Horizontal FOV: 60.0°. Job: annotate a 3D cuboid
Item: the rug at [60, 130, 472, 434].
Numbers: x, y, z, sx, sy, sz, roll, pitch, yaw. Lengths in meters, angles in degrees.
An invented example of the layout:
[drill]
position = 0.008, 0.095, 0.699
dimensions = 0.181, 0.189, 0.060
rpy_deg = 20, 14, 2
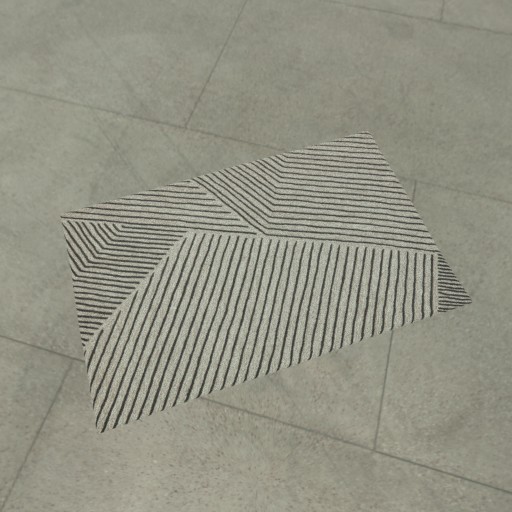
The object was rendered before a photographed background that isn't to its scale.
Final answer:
[rug]
position = 0.000, 0.000, 2.985
dimensions = 2.406, 0.023, 1.539
rpy_deg = -17, 64, -9
